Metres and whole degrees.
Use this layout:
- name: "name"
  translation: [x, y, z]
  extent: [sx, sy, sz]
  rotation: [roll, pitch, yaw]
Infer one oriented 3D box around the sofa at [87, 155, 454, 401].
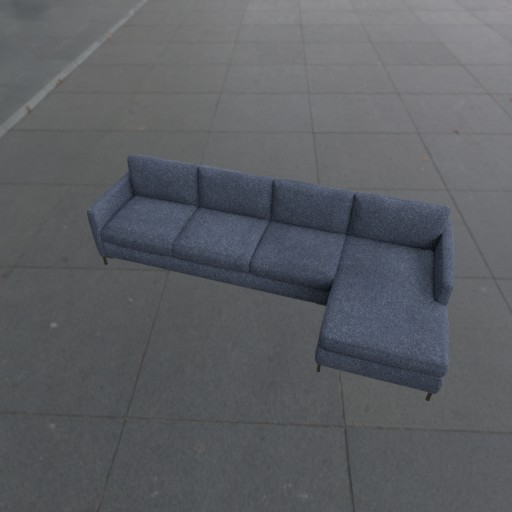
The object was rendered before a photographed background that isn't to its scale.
- name: "sofa"
  translation: [0.000, 0.000, 3.522]
  extent: [2.932, 0.810, 1.350]
  rotation: [12, 42, 13]
